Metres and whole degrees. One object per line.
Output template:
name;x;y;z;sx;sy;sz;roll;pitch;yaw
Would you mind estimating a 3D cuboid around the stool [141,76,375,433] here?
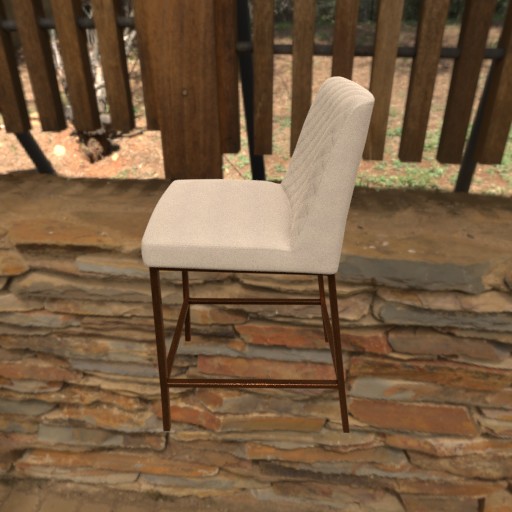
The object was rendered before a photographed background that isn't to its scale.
stool;0.000;0.000;1.329;0.576;0.973;0.507;0;27;1
